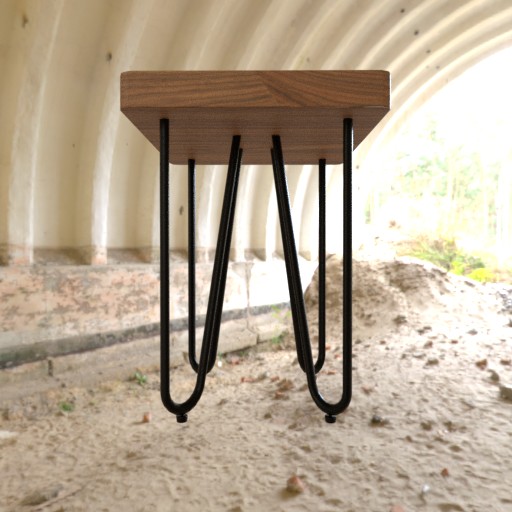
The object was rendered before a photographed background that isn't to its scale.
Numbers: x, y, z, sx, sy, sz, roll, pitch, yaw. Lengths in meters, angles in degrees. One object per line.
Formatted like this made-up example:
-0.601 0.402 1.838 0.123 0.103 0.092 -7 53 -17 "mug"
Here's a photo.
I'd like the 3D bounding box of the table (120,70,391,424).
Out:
0.000 0.000 1.003 0.480 0.641 0.479 0 0 0 "table"
